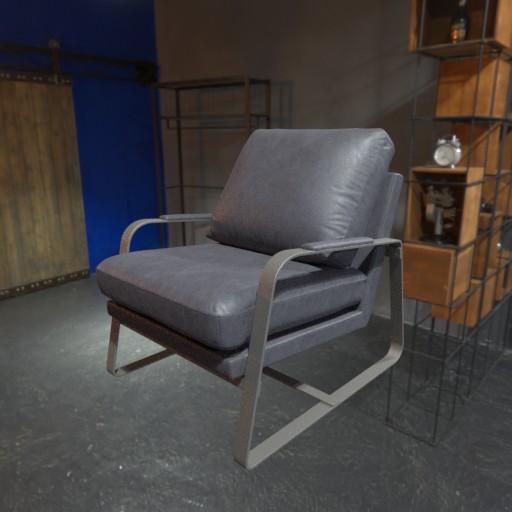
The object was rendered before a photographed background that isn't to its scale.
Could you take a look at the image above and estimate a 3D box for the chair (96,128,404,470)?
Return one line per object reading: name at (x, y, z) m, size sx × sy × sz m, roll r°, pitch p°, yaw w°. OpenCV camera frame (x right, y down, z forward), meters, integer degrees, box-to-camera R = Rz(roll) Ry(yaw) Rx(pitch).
chair at (0.000, 0.000, 1.493) m, size 0.692 × 0.839 × 0.878 m, roll 14°, pitch 20°, yaw 42°
